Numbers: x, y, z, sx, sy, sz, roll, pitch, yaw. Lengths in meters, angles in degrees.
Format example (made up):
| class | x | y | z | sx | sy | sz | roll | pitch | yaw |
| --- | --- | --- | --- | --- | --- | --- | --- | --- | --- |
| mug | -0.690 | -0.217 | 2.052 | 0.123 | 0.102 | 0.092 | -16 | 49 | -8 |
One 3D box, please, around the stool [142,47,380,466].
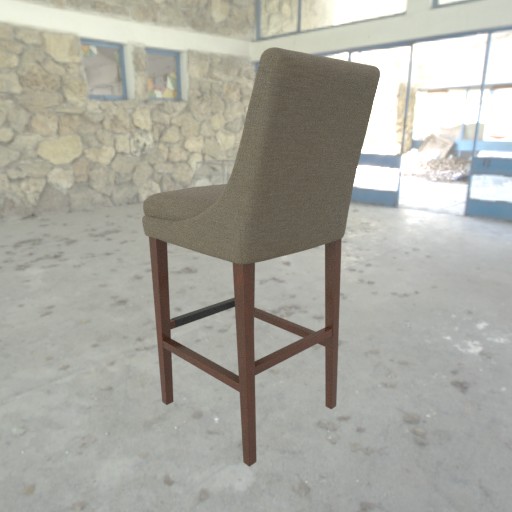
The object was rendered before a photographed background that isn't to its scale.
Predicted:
| class | x | y | z | sx | sy | sz | roll | pitch | yaw |
| --- | --- | --- | --- | --- | --- | --- | --- | --- | --- |
| stool | 0.000 | 0.000 | 1.367 | 0.470 | 1.078 | 0.577 | -15 | 21 | -42 |
